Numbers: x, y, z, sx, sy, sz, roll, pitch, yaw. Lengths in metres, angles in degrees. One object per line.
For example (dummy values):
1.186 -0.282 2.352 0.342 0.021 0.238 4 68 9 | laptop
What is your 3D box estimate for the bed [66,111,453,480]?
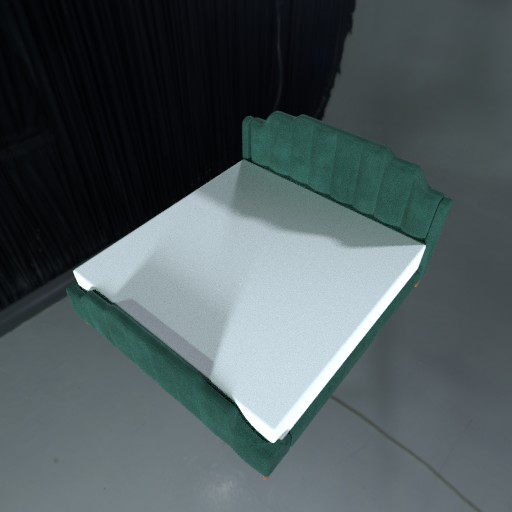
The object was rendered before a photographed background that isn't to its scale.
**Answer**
0.000 0.000 3.549 2.074 1.245 2.340 31 53 27 | bed
